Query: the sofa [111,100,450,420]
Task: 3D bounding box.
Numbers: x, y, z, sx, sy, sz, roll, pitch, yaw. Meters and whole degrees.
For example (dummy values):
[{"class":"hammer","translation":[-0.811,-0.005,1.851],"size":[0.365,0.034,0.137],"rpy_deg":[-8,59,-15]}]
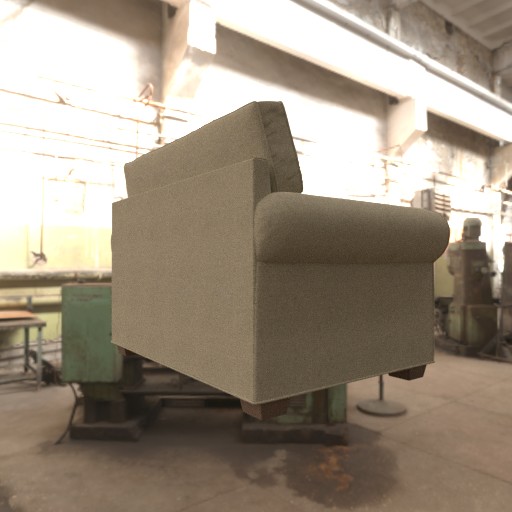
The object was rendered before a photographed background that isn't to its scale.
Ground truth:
[{"class":"sofa","translation":[0.000,0.000,2.056],"size":[0.936,0.991,1.405],"rpy_deg":[1,-1,-37]}]
